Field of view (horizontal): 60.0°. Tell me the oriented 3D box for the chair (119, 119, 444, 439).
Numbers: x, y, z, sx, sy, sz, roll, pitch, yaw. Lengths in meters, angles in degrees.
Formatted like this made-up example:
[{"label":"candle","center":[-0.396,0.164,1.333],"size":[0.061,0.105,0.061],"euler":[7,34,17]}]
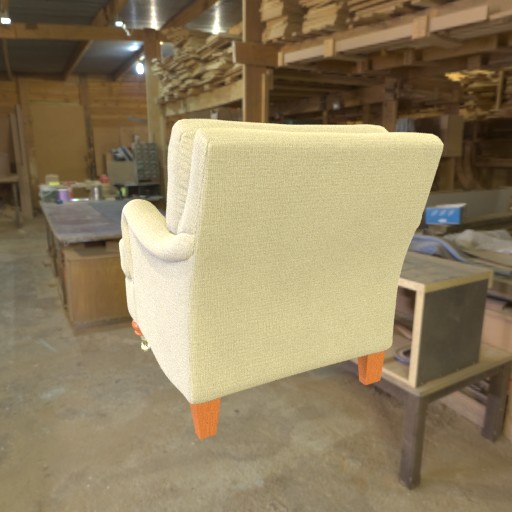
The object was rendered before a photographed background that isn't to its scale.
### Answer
[{"label":"chair","center":[0.000,0.000,1.837],"size":[0.955,1.038,1.070],"euler":[-7,15,-28]}]
